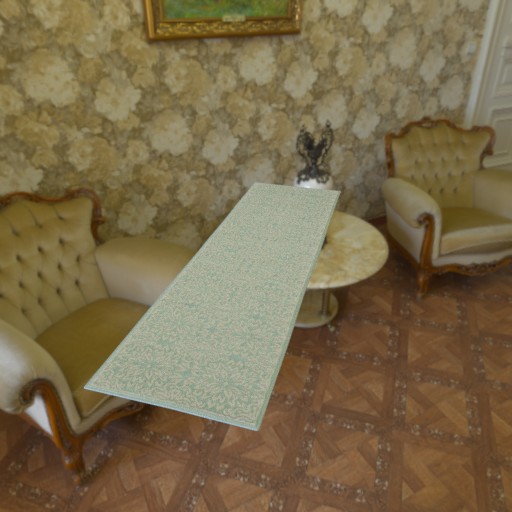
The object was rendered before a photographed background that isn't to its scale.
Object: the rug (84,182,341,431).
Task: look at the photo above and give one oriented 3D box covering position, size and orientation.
[{"bbox_3d":[0.000,0.000,2.440,0.662,0.011,2.196,8,31,14],"label":"rug"}]
